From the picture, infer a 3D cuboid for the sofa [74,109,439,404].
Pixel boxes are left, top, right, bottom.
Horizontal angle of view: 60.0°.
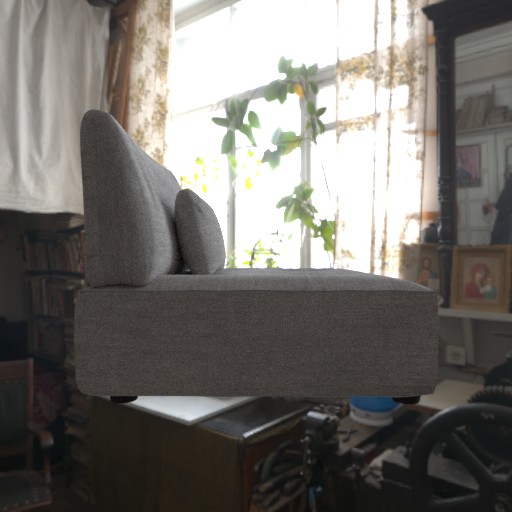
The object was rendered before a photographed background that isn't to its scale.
[{"bbox_3d":[0.000,0.000,1.670,1.000,0.820,0.930,0,0,1],"label":"sofa"}]
